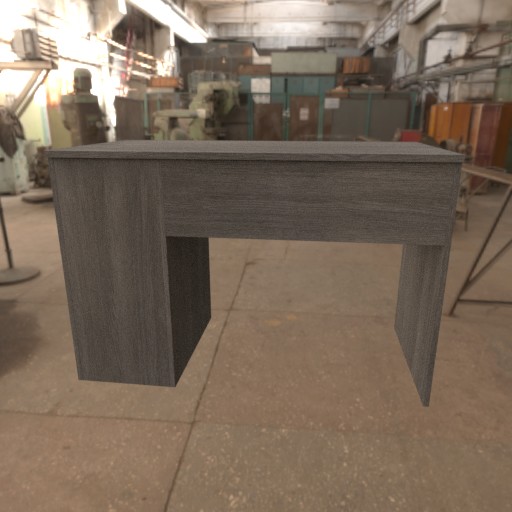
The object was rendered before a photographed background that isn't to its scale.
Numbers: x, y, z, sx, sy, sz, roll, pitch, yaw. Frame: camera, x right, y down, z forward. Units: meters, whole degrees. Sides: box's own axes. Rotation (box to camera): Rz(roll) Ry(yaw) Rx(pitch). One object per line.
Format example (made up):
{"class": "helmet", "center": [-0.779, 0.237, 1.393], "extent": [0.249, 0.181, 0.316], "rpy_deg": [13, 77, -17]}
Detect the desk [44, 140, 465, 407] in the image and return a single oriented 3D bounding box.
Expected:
{"class": "desk", "center": [0.000, 0.000, 1.518], "extent": [1.097, 0.735, 0.560], "rpy_deg": [2, 18, 7]}
